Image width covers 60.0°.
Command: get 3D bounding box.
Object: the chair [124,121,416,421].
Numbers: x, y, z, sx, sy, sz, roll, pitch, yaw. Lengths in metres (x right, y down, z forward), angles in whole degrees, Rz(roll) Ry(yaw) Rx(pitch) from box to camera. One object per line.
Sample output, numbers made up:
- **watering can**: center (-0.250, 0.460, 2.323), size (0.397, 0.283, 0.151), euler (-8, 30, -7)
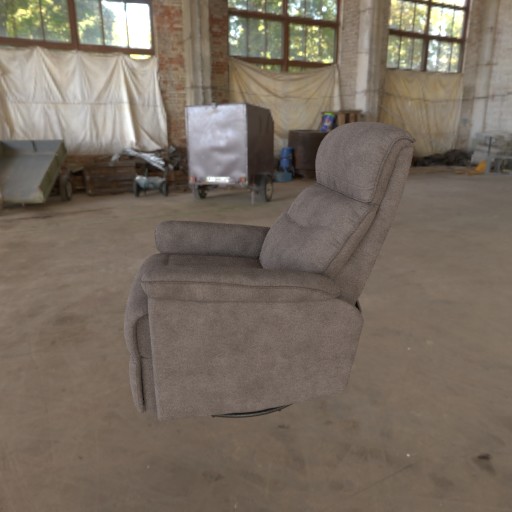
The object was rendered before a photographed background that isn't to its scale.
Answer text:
- **chair**: center (0.000, 0.000, 1.784), size (1.009, 1.036, 0.830), euler (-2, 17, -8)
